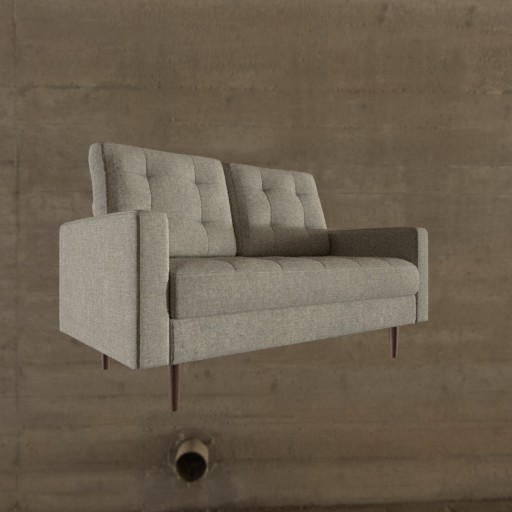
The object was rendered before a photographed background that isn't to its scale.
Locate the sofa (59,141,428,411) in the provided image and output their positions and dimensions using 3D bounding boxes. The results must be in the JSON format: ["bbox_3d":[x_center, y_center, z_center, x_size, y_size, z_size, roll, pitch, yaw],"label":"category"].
[{"bbox_3d":[0.000,0.000,1.898,1.407,0.907,0.842,0,1,-38],"label":"sofa"}]
